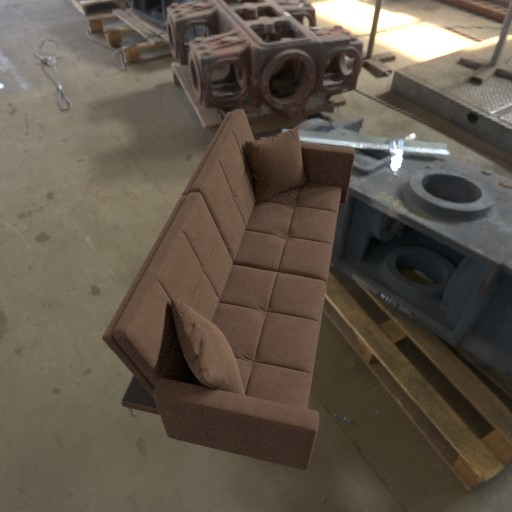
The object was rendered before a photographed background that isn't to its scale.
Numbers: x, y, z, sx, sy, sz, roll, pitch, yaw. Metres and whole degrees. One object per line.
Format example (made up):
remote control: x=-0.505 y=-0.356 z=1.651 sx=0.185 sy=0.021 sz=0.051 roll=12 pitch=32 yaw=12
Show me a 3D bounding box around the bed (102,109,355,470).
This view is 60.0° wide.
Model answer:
bed: x=0.000 y=0.000 z=2.400 sx=0.889 sy=0.787 sz=1.905 roll=9 pitch=47 yaw=9
